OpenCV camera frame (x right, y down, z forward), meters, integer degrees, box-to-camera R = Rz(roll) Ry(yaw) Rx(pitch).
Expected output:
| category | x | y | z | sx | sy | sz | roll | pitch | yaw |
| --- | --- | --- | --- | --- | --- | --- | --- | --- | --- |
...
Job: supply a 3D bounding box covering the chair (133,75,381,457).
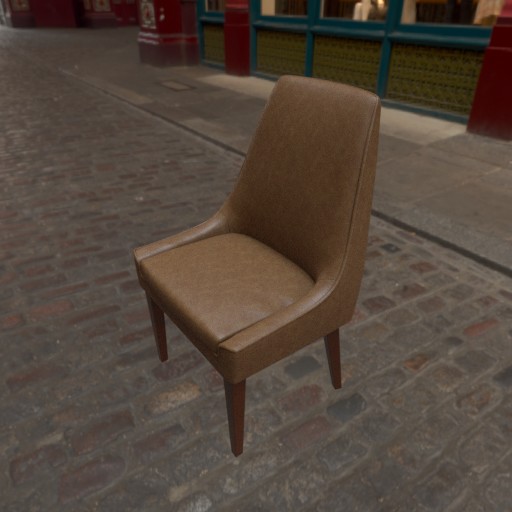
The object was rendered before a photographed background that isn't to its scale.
| category | x | y | z | sx | sy | sz | roll | pitch | yaw |
| --- | --- | --- | --- | --- | --- | --- | --- | --- | --- |
| chair | 0.000 | 0.000 | 1.233 | 0.544 | 0.861 | 0.529 | -21 | 37 | -31 |
